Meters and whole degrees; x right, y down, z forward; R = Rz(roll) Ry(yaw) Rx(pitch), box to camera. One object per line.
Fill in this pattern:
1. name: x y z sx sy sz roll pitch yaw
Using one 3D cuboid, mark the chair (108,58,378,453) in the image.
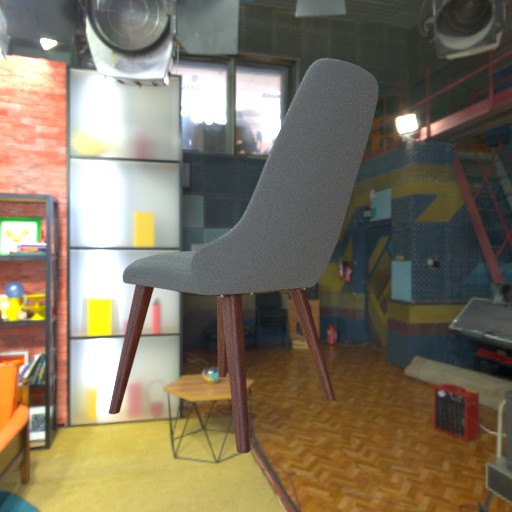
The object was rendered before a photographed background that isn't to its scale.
1. chair: 0.000 0.000 1.309 0.707 0.918 0.535 0 0 36
